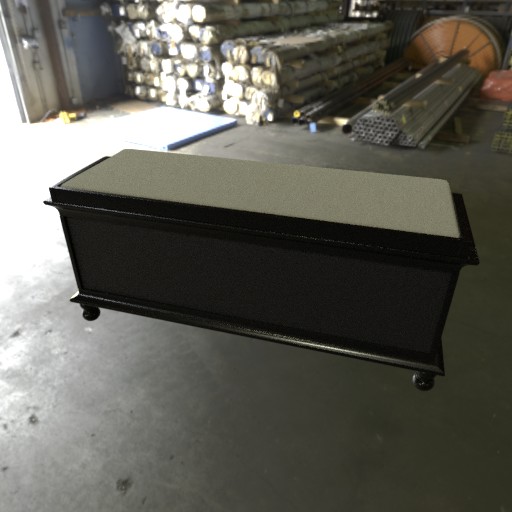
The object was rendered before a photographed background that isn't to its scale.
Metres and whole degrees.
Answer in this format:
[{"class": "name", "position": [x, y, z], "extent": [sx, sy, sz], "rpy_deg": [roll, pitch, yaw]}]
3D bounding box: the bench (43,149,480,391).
[{"class": "bench", "position": [0.000, 0.000, 1.424], "extent": [1.185, 0.501, 0.402], "rpy_deg": [9, 32, 14]}]
